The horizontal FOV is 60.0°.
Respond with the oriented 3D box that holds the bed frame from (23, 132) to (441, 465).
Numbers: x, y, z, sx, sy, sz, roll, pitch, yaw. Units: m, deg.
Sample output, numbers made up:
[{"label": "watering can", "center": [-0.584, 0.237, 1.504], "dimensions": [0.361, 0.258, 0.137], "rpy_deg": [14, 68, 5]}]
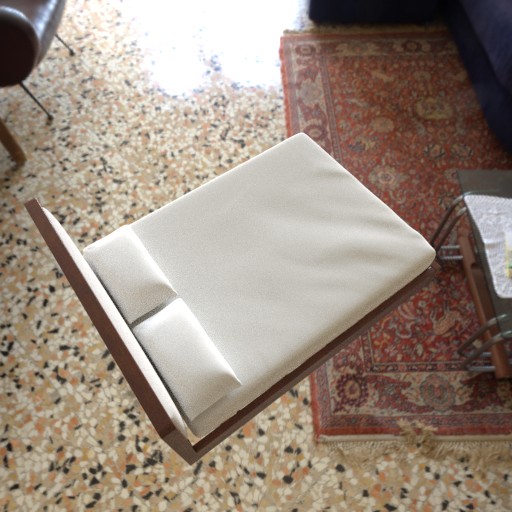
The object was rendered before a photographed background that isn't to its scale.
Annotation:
[{"label": "bed frame", "center": [0.000, 0.000, 3.073], "dimensions": [2.171, 1.279, 1.587], "rpy_deg": [-32, 64, -18]}]
